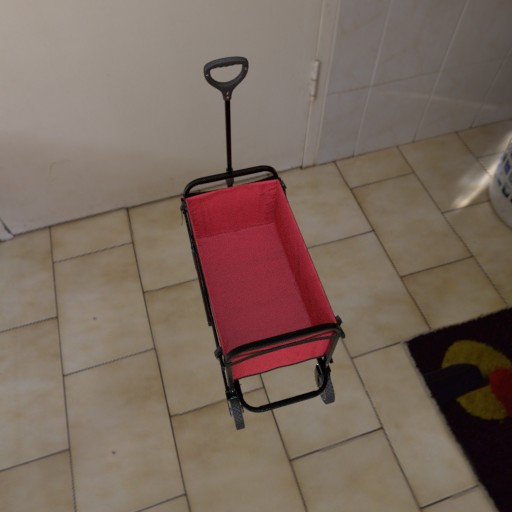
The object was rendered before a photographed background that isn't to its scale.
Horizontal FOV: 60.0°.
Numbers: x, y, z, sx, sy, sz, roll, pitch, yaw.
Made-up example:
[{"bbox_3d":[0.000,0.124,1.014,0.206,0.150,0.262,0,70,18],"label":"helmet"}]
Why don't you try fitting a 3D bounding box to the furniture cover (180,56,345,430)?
[{"bbox_3d":[0.000,0.000,1.808,0.532,1.295,1.038,-13,58,-8],"label":"furniture cover"}]
